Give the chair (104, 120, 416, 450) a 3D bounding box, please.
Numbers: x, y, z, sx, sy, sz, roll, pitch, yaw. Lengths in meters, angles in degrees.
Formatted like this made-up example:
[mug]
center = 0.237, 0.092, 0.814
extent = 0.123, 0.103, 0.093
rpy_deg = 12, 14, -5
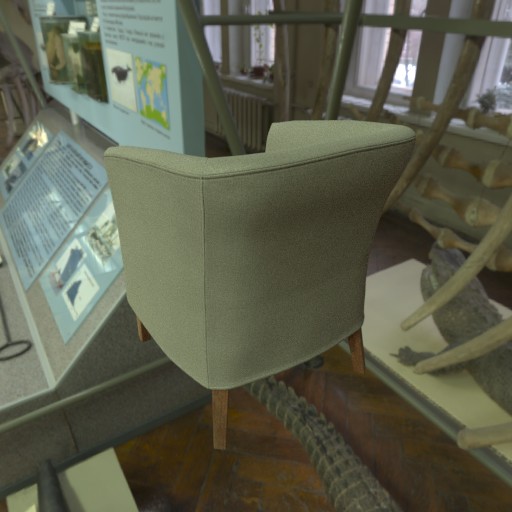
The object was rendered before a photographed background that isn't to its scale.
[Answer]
[chair]
center = 0.000, 0.000, 1.243
extent = 0.600, 0.771, 0.668
rpy_deg = -18, 33, -29
